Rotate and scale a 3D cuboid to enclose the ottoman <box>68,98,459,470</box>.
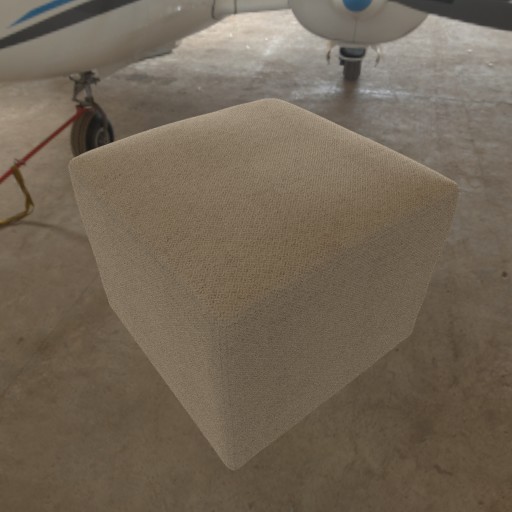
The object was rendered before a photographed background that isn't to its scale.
[{"bbox_3d":[0.000,0.000,0.907,0.512,0.453,0.521,-27,48,-28],"label":"ottoman"}]
